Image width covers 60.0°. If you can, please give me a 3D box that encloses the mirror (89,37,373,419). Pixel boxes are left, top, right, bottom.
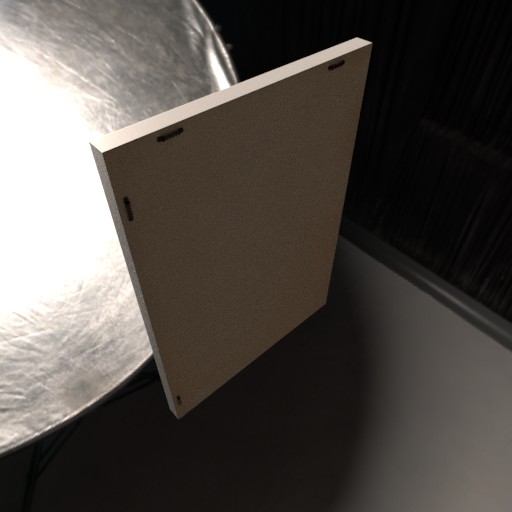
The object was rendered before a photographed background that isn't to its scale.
[{"bbox_3d":[0.000,0.000,0.895,0.507,0.710,0.039,-33,54,-28],"label":"mirror"}]
